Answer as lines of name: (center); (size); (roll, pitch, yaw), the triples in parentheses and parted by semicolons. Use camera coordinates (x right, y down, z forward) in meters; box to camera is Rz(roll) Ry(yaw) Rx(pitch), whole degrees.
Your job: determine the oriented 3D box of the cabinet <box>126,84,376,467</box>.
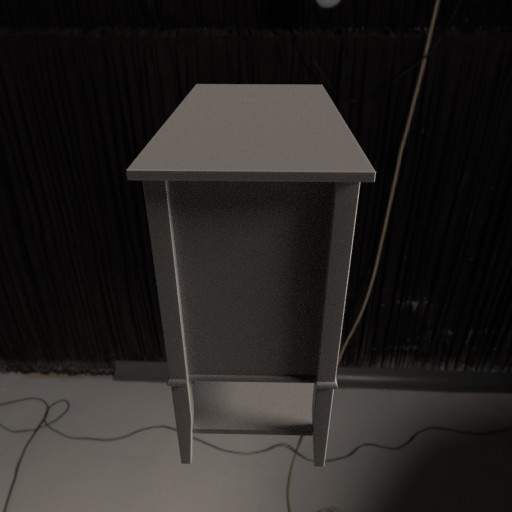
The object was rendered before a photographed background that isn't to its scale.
cabinet: (0.000, 0.000, 1.242); (0.396, 0.780, 0.801); (1, 30, 1)
